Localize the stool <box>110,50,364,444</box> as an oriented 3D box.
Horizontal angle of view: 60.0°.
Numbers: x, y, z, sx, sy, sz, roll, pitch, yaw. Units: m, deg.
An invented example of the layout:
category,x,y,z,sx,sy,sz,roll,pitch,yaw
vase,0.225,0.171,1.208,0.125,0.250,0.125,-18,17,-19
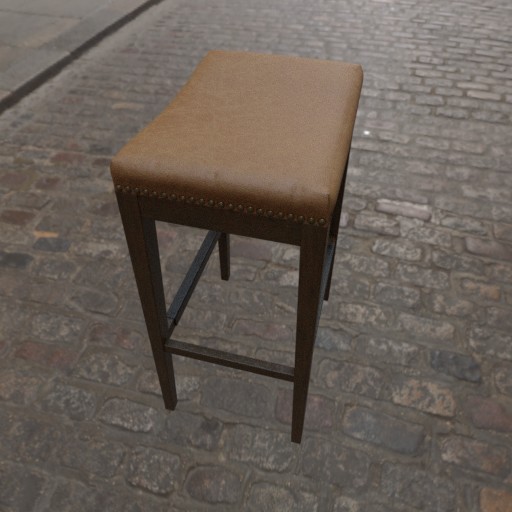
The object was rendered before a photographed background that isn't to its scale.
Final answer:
category,x,y,z,sx,sy,sz,roll,pitch,yaw
stool,0.000,0.000,1.041,0.361,0.759,0.500,11,46,10
